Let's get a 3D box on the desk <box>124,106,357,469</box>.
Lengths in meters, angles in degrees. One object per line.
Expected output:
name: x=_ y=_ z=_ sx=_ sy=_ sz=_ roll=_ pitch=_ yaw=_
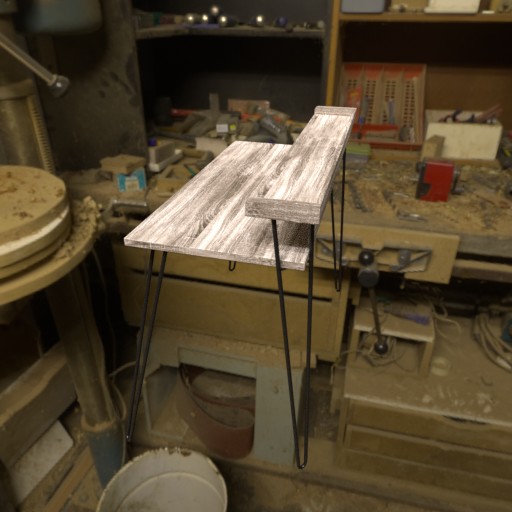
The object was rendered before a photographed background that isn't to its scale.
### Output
desk: x=0.000 y=0.000 z=1.659 sx=0.605 sy=0.899 sz=1.135 roll=8 pitch=31 yaw=13
